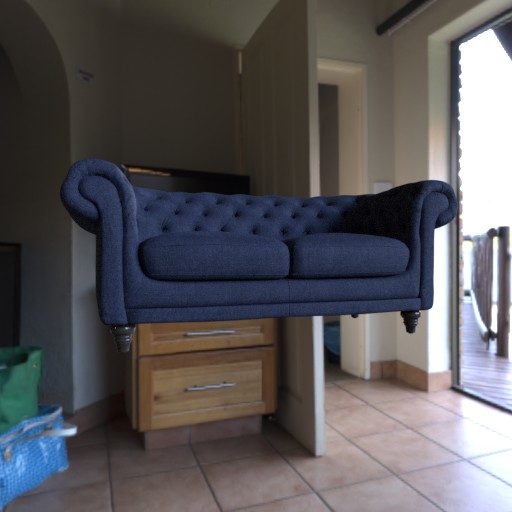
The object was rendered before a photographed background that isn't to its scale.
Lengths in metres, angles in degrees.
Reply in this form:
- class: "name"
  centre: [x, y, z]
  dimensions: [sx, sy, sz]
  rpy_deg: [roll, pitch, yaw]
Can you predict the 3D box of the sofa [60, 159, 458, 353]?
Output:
- class: "sofa"
  centre: [0.000, 0.000, 2.549]
  dimensions: [1.988, 0.833, 1.082]
  rpy_deg: [0, 0, -18]
